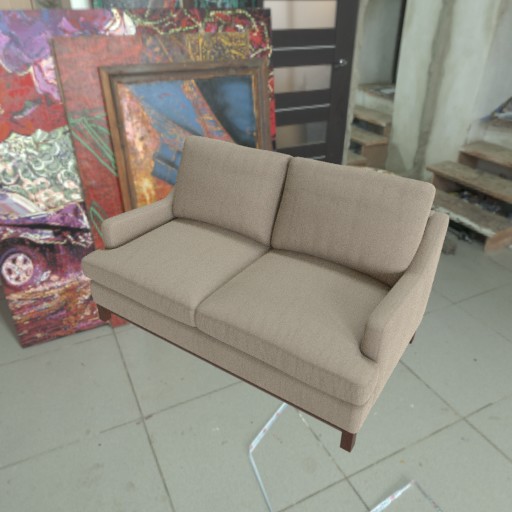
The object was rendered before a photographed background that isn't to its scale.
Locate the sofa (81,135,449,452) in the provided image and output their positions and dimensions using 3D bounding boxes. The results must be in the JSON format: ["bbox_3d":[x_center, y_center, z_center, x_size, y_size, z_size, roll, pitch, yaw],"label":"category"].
[{"bbox_3d":[0.000,0.000,2.287,1.619,0.910,1.004,19,35,29],"label":"sofa"}]
